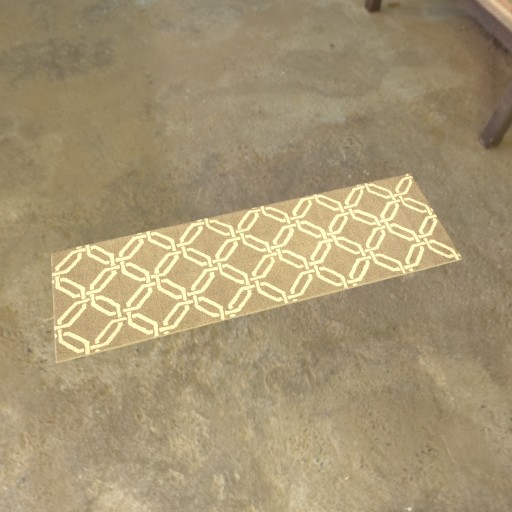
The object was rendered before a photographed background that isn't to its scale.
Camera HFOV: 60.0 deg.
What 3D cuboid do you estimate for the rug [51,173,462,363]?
[{"bbox_3d":[0.000,0.000,2.556,2.276,0.014,0.678,-13,60,-8],"label":"rug"}]
